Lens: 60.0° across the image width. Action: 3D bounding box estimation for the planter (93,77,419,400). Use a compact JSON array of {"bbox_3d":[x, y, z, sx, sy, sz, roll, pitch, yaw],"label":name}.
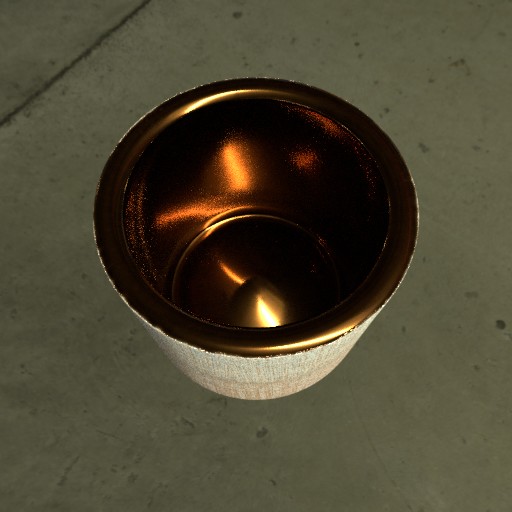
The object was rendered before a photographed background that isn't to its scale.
[{"bbox_3d":[0.000,0.000,0.308,0.177,0.157,0.177,0,65,0],"label":"planter"}]
